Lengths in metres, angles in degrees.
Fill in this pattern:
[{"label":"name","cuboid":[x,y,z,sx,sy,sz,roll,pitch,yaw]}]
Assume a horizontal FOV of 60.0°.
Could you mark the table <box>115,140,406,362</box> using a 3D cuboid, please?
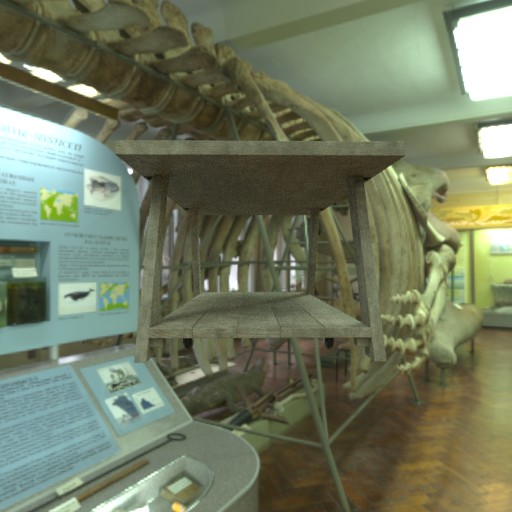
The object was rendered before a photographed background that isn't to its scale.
[{"label":"table","cuboid":[0.000,0.000,1.536,0.610,0.470,1.219,0,-1,-1]}]
